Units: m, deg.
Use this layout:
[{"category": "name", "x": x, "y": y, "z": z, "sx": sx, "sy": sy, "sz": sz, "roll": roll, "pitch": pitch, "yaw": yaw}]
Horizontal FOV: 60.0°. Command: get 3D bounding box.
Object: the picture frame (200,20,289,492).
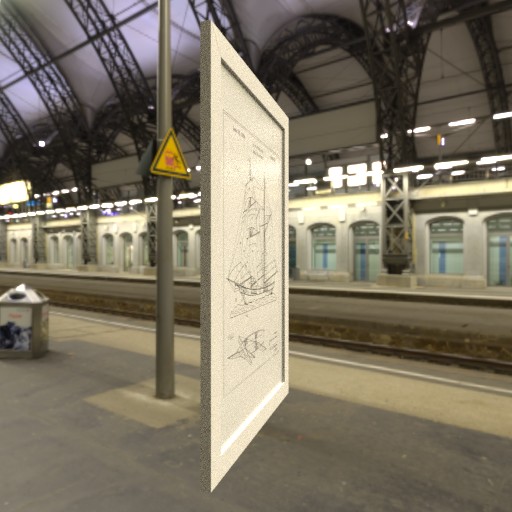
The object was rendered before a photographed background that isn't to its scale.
[{"category": "picture frame", "x": 0.000, "y": 0.000, "z": 0.587, "sx": 0.011, "sy": 0.459, "sz": 0.326, "roll": 0, "pitch": 0, "yaw": 17}]
